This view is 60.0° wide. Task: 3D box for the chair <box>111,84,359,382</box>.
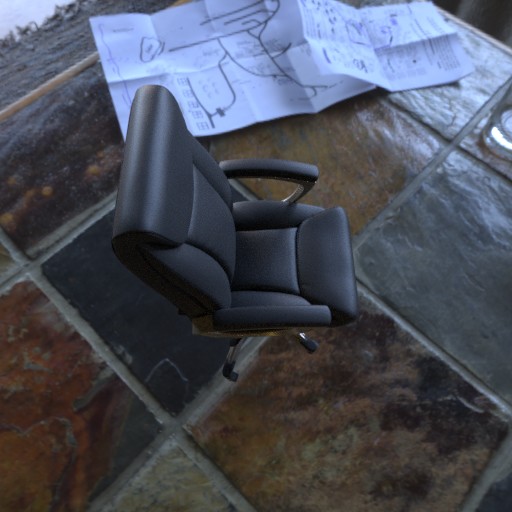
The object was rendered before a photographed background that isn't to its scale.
[{"bbox_3d":[0.000,0.000,1.620,0.748,1.188,0.694,0,64,0],"label":"chair"}]
